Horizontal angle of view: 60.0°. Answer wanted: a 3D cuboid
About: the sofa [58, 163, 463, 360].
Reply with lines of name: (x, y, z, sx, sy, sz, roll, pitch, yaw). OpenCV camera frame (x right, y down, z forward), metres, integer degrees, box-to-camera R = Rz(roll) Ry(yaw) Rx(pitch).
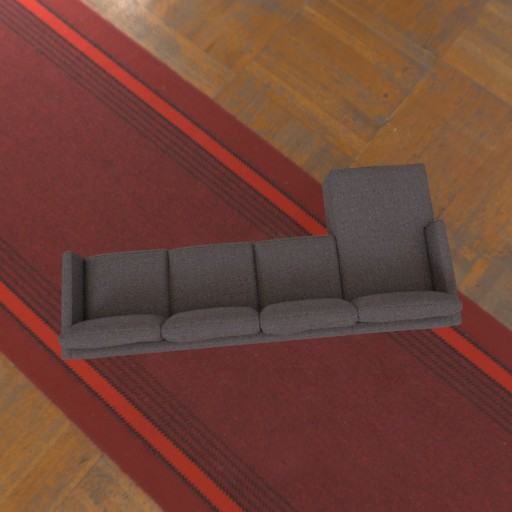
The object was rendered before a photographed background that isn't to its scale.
sofa: (0.000, 0.000, 3.248, 2.731, 0.754, 1.258, -5, 77, -1)
